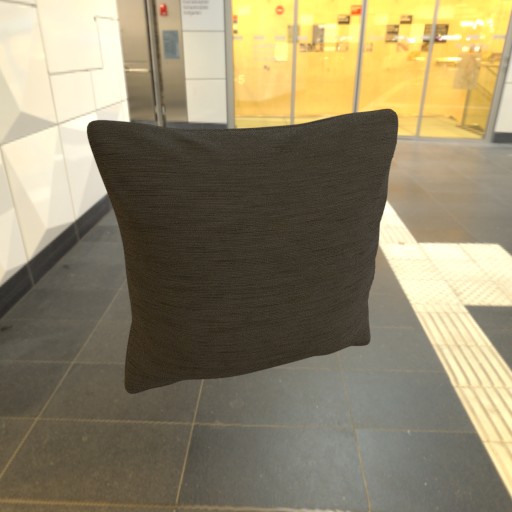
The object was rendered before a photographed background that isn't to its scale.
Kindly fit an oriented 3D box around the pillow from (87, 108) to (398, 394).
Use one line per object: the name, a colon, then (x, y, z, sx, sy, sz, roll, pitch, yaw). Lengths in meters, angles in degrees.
pillow: (0.000, 0.000, 0.671, 0.432, 0.414, 0.246, -8, 26, -16)
